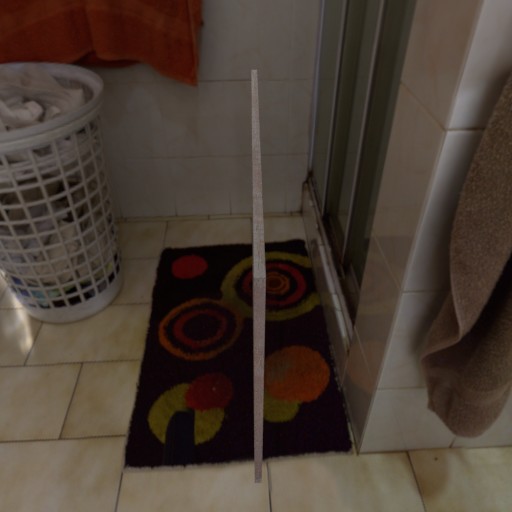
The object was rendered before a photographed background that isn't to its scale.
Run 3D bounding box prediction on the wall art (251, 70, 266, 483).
[{"bbox_3d":[0.000,0.000,1.350,0.019,0.774,1.012,0,41,-1],"label":"wall art"}]
